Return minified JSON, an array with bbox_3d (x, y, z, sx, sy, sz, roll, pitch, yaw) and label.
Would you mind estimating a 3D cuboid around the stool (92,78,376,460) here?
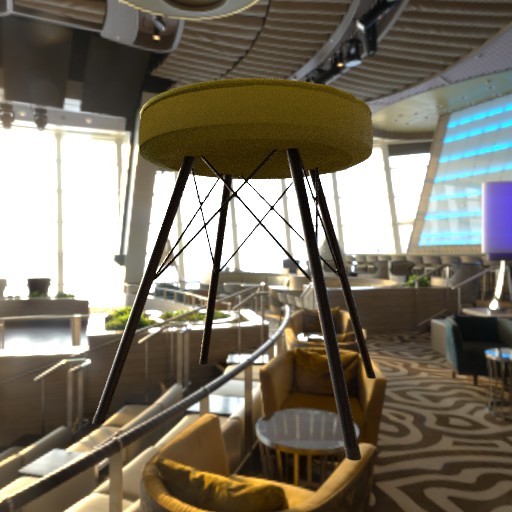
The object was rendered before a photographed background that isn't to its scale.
[{"bbox_3d":[0.000,0.000,0.800,0.409,0.508,0.409,0,0,18],"label":"stool"}]
